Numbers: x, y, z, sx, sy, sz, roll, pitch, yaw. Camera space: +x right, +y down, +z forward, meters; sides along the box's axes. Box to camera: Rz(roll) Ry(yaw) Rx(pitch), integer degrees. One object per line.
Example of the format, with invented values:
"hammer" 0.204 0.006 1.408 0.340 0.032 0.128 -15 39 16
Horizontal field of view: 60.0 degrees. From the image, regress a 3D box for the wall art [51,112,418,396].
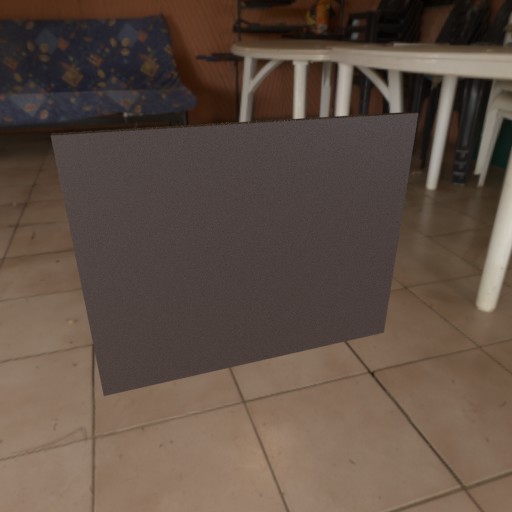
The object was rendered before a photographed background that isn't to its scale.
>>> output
"wall art" 0.000 0.000 1.623 1.207 0.952 0.034 -9 28 -17
